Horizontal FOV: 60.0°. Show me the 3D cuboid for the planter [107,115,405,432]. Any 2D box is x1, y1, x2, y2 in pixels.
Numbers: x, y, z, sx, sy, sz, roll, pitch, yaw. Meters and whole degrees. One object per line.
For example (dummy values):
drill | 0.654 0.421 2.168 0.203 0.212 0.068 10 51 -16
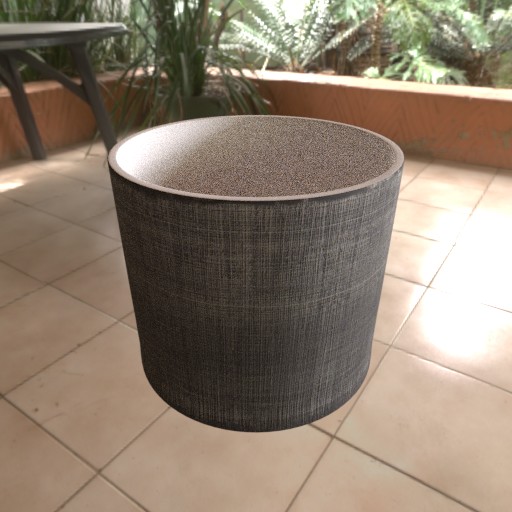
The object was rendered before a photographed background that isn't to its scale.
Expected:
planter | 0.000 0.000 0.315 0.178 0.157 0.178 0 30 0
